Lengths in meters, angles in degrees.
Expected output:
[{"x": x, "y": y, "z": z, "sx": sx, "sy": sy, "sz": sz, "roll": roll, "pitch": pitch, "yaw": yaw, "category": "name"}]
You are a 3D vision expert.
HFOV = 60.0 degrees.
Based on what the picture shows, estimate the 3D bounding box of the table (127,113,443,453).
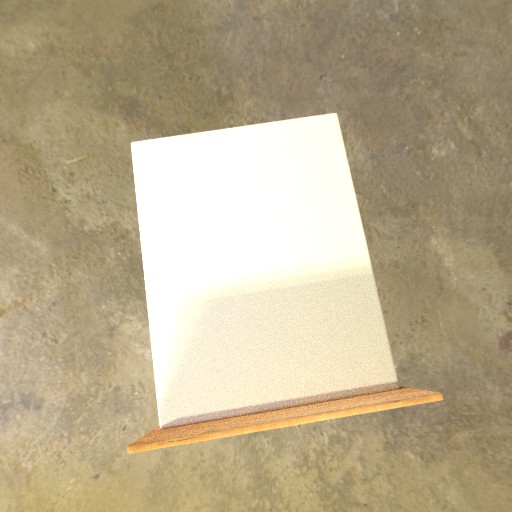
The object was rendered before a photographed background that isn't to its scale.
[{"x": 0.000, "y": 0.000, "z": 3.115, "sx": 1.707, "sy": 1.041, "sz": 2.149, "roll": -9, "pitch": 76, "yaw": -2, "category": "table"}]
